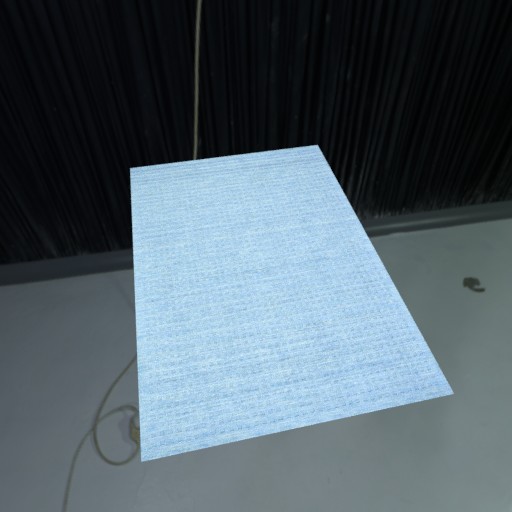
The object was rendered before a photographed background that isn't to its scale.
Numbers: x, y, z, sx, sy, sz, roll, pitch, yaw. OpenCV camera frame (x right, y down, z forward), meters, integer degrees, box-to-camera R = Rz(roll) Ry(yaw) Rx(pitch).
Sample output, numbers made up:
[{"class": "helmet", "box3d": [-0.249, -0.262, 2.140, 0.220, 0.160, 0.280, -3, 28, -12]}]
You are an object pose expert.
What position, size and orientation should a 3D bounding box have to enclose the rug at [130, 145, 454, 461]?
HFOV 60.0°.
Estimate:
[{"class": "rug", "box3d": [0.000, 0.000, 3.672, 1.982, 0.006, 2.895, -9, 48, -8]}]
